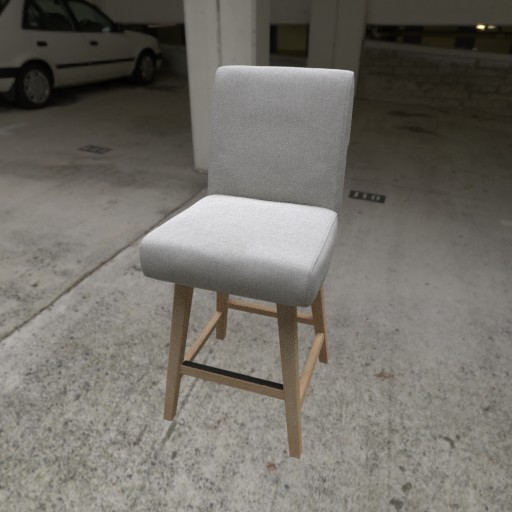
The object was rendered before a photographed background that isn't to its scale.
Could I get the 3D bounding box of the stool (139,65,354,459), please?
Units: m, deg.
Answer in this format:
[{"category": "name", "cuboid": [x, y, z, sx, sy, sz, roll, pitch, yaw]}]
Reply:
[{"category": "stool", "cuboid": [0.000, 0.000, 1.437, 0.507, 1.085, 0.606, 9, 30, 17]}]
